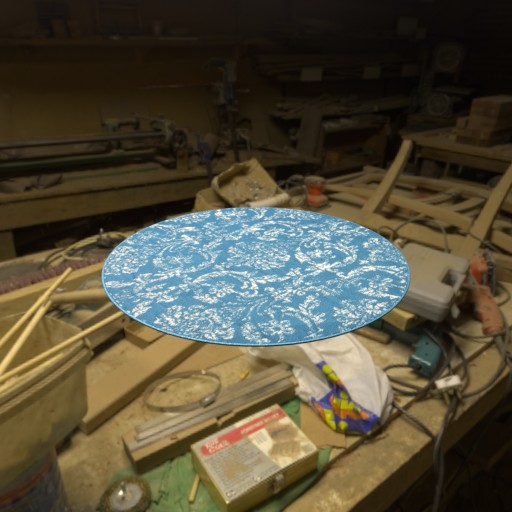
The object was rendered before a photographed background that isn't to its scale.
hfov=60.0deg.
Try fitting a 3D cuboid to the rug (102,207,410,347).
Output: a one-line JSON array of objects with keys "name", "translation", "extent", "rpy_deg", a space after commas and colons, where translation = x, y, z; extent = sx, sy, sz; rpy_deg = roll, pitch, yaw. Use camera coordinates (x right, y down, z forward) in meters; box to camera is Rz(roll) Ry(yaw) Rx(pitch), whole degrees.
[{"name": "rug", "translation": [0.000, 0.000, 2.395], "extent": [1.593, 0.012, 1.593], "rpy_deg": [0, 25, 0]}]
